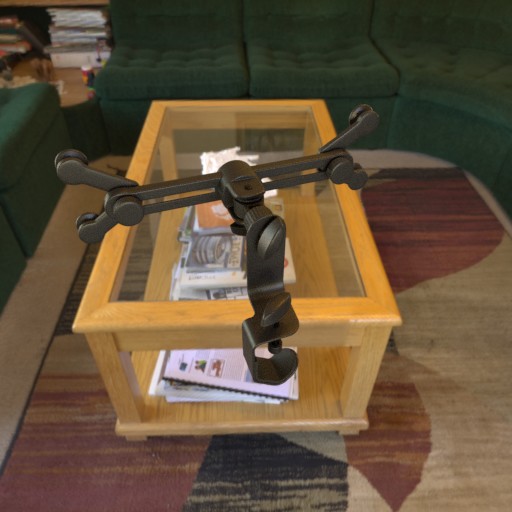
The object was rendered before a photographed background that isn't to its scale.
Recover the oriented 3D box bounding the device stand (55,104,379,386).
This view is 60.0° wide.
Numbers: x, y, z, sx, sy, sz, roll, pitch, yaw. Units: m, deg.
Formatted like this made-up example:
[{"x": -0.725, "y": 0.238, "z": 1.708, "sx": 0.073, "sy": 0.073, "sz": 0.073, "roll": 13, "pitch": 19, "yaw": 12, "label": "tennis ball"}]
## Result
[{"x": 0.000, "y": 0.000, "z": 0.364, "sx": 0.270, "sy": 0.166, "sz": 0.142, "roll": -13, "pitch": 43, "yaw": -14, "label": "device stand"}]
